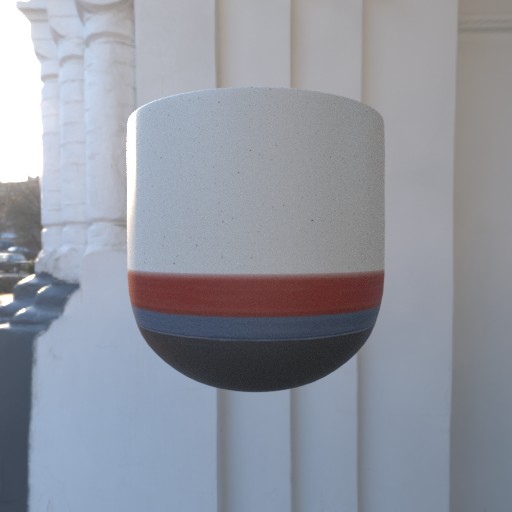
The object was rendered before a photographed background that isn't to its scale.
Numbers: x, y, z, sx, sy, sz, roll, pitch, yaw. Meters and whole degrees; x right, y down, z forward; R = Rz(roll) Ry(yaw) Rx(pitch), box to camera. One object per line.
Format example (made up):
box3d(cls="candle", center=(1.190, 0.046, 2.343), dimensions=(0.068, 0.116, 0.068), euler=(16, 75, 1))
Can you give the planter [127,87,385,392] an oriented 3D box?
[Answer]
box3d(cls="planter", center=(0.000, 0.000, 0.481), dimensions=(0.268, 0.270, 0.268), euler=(0, 1, 0))
